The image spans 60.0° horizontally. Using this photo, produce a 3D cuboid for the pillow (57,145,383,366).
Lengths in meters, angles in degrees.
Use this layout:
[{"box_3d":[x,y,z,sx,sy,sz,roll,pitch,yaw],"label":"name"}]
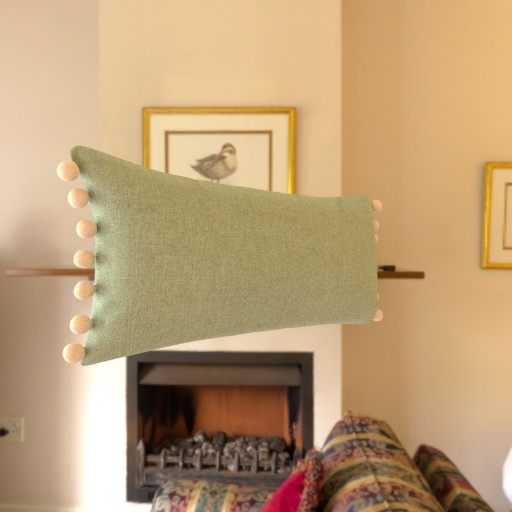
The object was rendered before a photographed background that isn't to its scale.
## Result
[{"box_3d":[0.000,0.000,0.839,0.709,0.322,0.201,0,0,-36],"label":"pillow"}]
